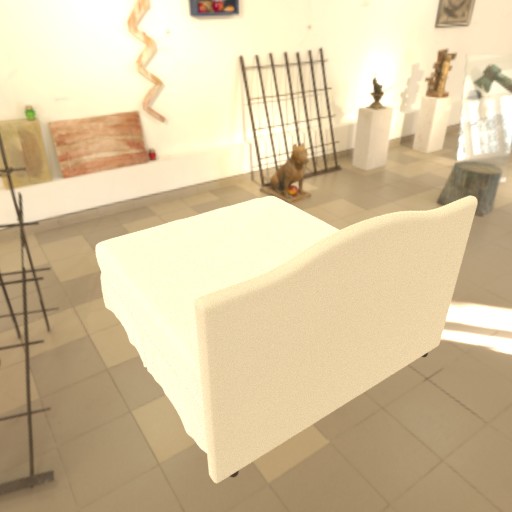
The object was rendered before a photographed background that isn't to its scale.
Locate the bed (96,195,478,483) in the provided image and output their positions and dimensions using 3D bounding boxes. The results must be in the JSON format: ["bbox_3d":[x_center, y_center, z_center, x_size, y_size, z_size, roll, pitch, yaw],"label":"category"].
[{"bbox_3d":[0.000,0.000,3.470,2.083,1.421,2.182,-19,35,-30],"label":"bed"}]
